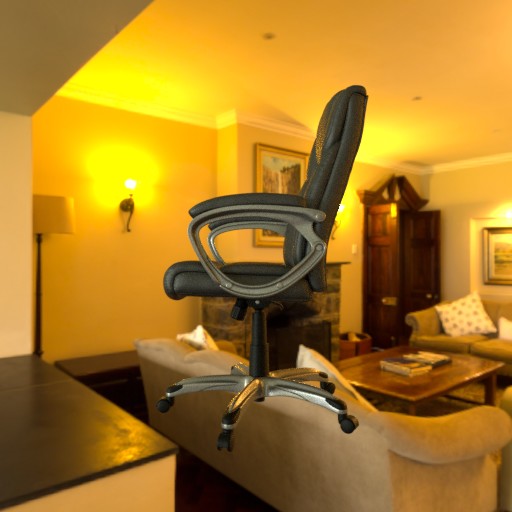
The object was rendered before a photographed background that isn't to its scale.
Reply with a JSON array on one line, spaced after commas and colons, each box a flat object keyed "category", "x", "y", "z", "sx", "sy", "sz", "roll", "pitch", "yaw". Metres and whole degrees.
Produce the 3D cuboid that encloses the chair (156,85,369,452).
[{"category": "chair", "x": 0.000, "y": 0.000, "z": 1.616, "sx": 0.719, "sy": 1.130, "sz": 0.721, "roll": 0, "pitch": 0, "yaw": 1}]
